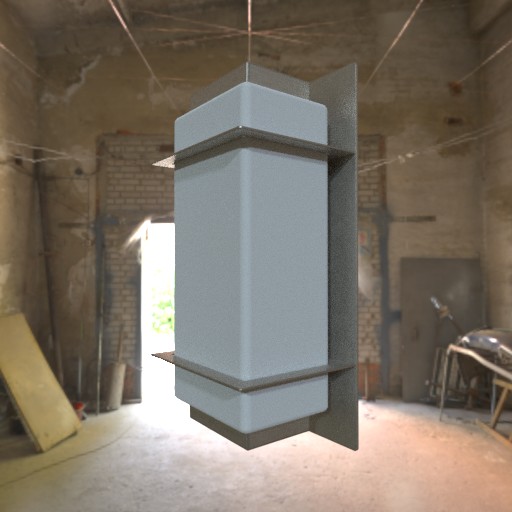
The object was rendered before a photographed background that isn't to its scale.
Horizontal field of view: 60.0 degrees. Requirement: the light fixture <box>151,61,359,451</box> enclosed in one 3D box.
[{"bbox_3d":[0.000,0.000,0.463,0.160,0.380,0.168,0,-1,-37],"label":"light fixture"}]
